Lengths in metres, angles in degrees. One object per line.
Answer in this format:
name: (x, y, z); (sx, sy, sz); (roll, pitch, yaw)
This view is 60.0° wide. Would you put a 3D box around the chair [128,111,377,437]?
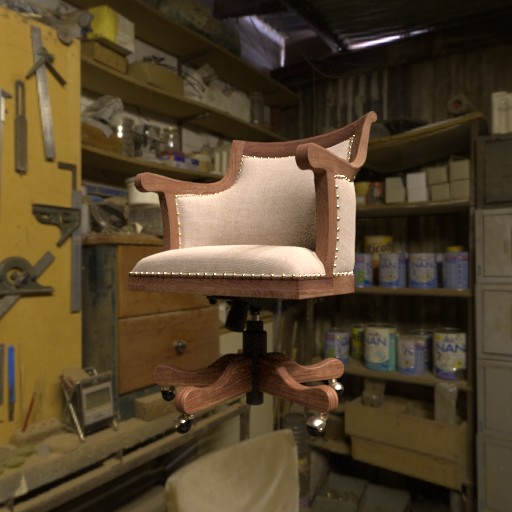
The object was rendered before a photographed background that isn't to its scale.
chair: (0.000, 0.000, 1.437); (0.656, 0.965, 0.689); (-1, -1, 36)
